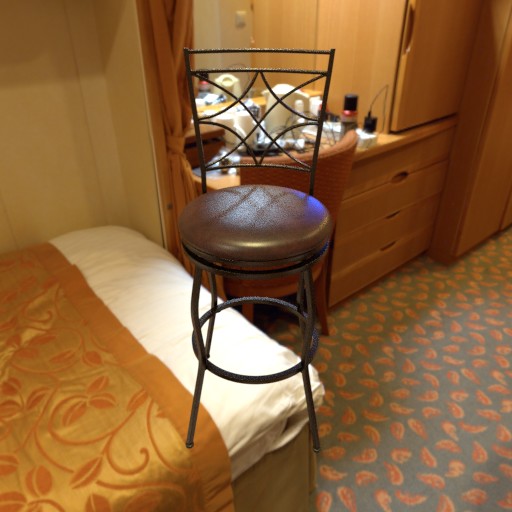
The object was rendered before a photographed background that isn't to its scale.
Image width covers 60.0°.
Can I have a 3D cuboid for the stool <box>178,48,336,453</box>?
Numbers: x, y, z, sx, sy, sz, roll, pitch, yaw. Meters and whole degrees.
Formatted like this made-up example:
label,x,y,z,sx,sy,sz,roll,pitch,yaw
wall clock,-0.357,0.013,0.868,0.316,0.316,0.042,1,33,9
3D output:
label,x,y,z,sx,sy,sz,roll,pitch,yaw
stool,0.000,0.000,1.353,0.434,1.117,0.534,1,30,2
